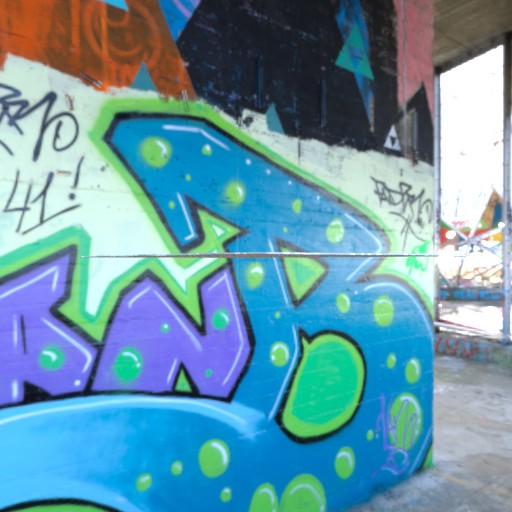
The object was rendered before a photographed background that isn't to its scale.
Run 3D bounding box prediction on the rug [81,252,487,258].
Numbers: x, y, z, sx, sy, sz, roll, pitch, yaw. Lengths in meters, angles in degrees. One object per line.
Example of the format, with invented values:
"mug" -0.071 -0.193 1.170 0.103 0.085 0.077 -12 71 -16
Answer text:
"rug" 0.000 0.000 2.781 1.522 0.013 2.133 0 -1 -37
